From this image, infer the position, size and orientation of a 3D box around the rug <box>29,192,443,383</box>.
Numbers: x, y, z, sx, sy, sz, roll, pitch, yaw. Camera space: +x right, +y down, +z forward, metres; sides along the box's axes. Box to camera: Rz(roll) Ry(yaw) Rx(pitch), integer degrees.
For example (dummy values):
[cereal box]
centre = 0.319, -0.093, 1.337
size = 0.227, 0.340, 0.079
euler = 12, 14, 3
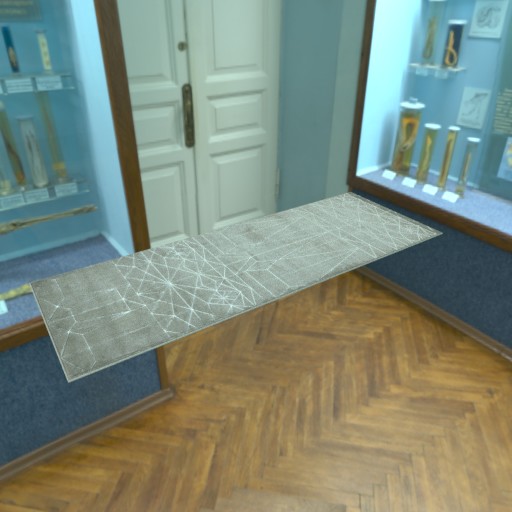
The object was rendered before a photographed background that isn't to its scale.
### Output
[rug]
centre = 0.000, 0.000, 2.671
size = 2.388, 0.012, 0.864
euler = -18, 35, -28
